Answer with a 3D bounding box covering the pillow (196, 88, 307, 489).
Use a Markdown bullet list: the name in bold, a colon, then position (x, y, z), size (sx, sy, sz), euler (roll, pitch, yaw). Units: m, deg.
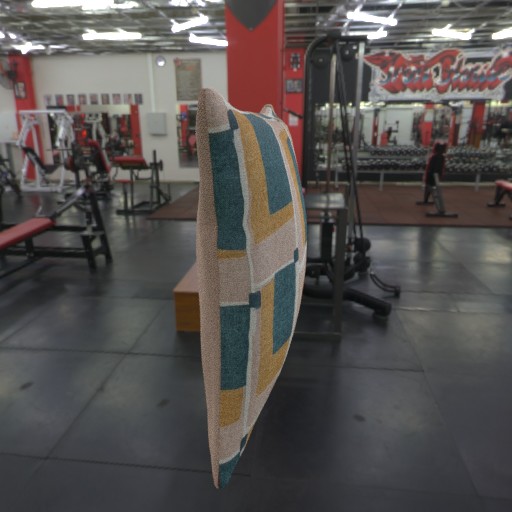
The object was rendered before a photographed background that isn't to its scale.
- **pillow**: position (0.000, 0.000, 0.713), size (0.158, 0.479, 0.478), euler (3, 17, 9)
